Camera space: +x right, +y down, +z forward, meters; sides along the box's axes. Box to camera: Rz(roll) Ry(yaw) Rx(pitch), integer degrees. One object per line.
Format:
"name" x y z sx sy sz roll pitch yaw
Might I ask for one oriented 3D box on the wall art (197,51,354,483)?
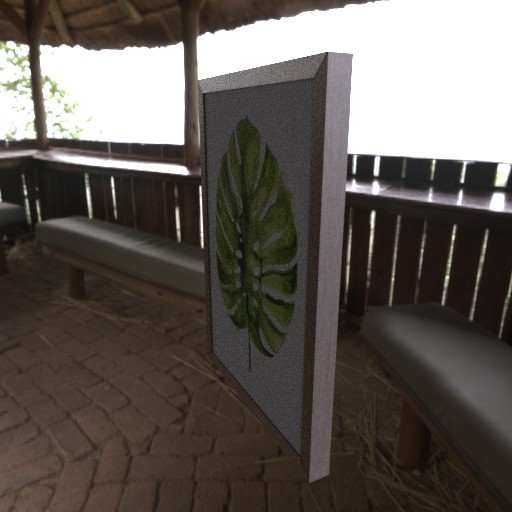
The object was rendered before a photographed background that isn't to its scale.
"wall art" 0.000 0.000 0.654 0.032 0.510 0.358 -9 19 -26
